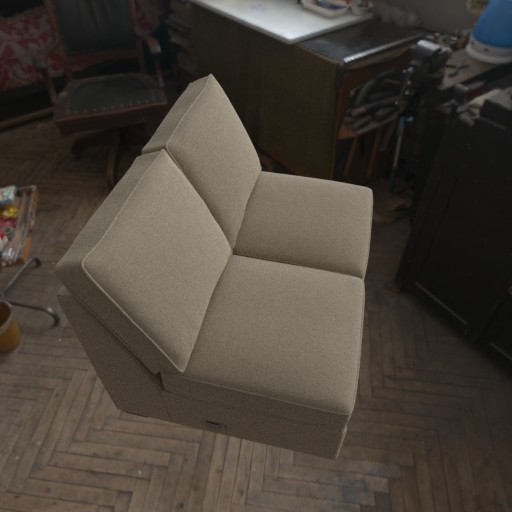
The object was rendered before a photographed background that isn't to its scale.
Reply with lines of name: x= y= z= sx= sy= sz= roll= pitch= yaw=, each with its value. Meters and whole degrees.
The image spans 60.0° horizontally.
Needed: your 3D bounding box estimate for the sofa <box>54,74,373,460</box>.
sofa: x=0.000 y=0.000 z=1.895 sx=0.951 sy=1.008 sz=1.237 roll=10 pitch=47 yaw=9
